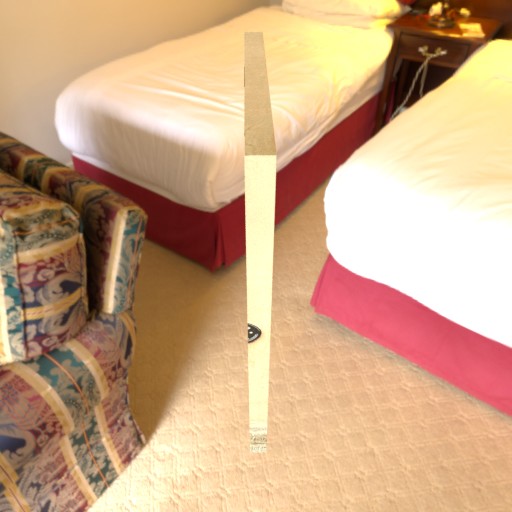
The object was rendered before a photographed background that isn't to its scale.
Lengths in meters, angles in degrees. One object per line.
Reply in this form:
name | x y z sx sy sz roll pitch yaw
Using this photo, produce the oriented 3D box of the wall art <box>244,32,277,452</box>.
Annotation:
wall art | 0.000 0.000 0.961 0.038 0.764 0.508 -1 42 -1
